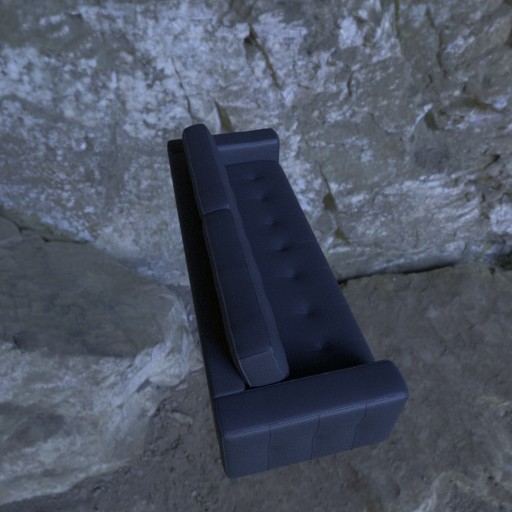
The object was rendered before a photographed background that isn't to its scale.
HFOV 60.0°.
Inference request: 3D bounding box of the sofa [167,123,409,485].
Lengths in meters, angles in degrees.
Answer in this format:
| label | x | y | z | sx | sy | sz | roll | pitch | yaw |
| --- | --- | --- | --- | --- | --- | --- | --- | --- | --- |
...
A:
| label | x | y | z | sx | sy | sz | roll | pitch | yaw |
| --- | --- | --- | --- | --- | --- | --- | --- | --- | --- |
| sofa | 0.000 | 0.000 | 2.684 | 0.833 | 0.893 | 2.275 | -10 | 46 | -9 |
